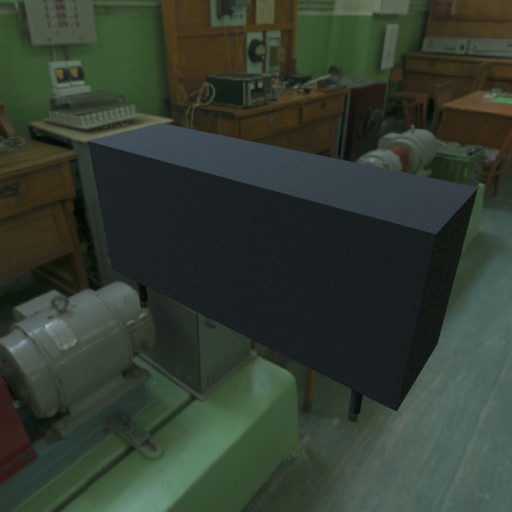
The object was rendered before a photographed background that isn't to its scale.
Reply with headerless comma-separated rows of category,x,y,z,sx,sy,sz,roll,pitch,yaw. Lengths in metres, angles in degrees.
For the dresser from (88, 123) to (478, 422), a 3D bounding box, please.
dresser,0.000,0.000,1.968,1.558,0.872,0.463,20,35,32
